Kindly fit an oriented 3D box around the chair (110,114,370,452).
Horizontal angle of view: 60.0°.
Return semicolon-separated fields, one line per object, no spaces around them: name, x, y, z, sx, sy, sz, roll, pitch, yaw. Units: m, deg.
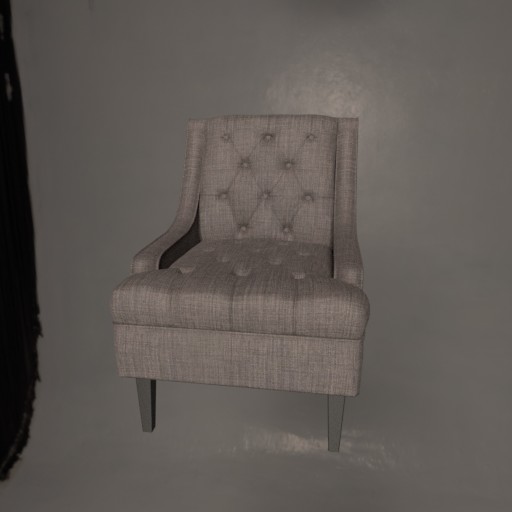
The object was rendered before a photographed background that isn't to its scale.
chair;0.000;0.000;1.405;0.655;0.891;0.771;2;15;9
